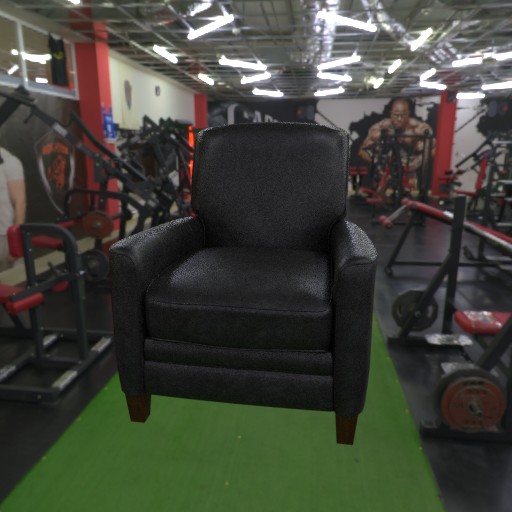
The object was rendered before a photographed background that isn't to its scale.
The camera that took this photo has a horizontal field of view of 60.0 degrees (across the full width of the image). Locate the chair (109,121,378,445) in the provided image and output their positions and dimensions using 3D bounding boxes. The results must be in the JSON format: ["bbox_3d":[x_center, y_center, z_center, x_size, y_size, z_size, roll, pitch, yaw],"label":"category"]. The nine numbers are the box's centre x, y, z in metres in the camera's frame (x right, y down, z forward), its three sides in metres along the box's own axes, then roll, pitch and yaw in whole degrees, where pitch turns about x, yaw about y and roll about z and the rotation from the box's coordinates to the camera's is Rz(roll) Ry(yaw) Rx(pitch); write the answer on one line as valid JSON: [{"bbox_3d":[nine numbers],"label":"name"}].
[{"bbox_3d":[0.000,0.000,1.684,0.848,1.014,0.864,2,14,9],"label":"chair"}]
